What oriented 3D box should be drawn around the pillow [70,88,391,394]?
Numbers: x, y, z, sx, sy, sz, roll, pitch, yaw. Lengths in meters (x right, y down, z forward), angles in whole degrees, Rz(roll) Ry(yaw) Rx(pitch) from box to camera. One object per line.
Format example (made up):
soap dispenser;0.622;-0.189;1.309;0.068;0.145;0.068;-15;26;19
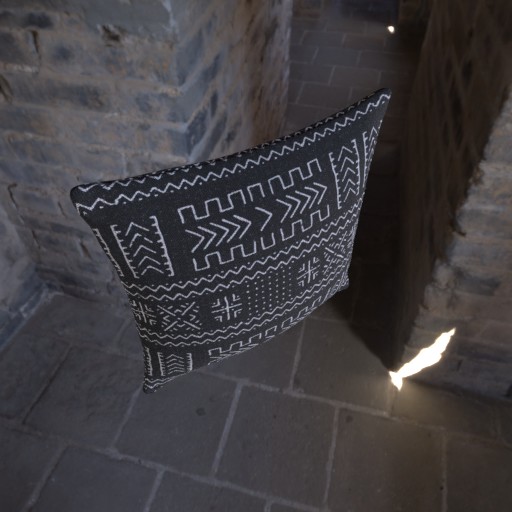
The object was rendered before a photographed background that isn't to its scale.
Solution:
pillow;0.000;0.000;0.667;0.438;0.430;0.164;-25;51;-22
